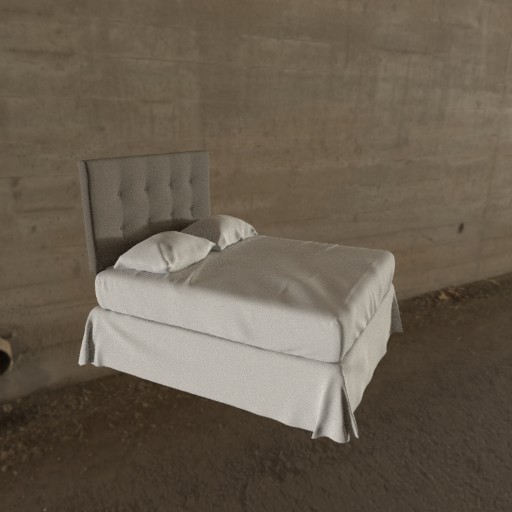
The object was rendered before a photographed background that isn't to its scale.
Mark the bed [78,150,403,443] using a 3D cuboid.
[{"bbox_3d":[0.000,0.000,3.632,2.222,1.577,1.936,8,18,26],"label":"bed"}]
